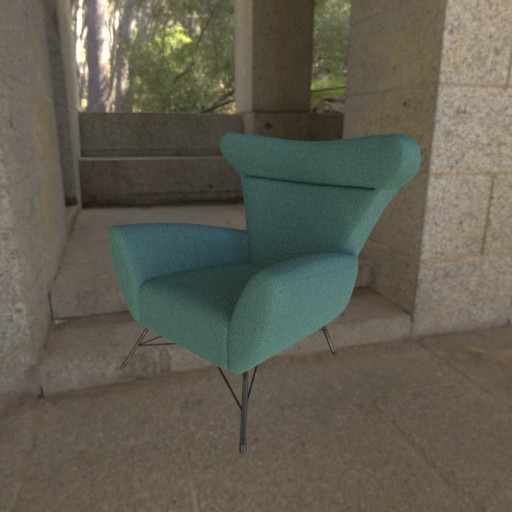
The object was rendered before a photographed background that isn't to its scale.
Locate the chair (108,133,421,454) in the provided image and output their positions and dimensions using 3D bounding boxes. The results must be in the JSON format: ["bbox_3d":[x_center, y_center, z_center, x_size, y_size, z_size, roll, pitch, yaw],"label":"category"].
[{"bbox_3d":[0.000,0.000,1.835,1.050,0.980,0.900,15,22,42],"label":"chair"}]
